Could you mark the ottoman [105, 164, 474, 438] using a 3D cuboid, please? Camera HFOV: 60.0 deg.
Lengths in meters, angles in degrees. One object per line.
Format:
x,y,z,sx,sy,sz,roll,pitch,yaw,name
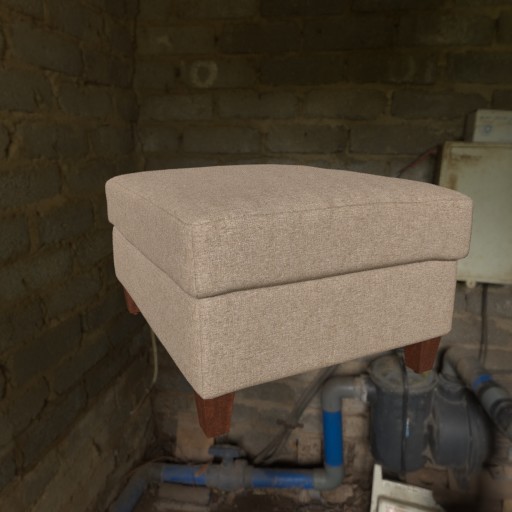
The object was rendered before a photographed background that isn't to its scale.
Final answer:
0.000,0.000,1.270,0.692,0.511,0.889,-7,16,-26,ottoman
